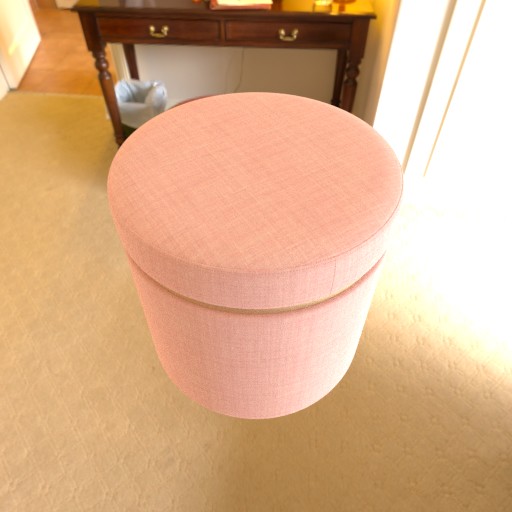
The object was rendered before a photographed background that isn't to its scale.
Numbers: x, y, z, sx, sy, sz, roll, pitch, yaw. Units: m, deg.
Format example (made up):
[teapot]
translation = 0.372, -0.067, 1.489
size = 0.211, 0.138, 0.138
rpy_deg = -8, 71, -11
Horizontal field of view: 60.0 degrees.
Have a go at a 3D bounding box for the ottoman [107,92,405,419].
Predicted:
[ottoman]
translation = 0.000, 0.000, 0.738
size = 0.400, 0.406, 0.400
rpy_deg = 0, 47, 0
